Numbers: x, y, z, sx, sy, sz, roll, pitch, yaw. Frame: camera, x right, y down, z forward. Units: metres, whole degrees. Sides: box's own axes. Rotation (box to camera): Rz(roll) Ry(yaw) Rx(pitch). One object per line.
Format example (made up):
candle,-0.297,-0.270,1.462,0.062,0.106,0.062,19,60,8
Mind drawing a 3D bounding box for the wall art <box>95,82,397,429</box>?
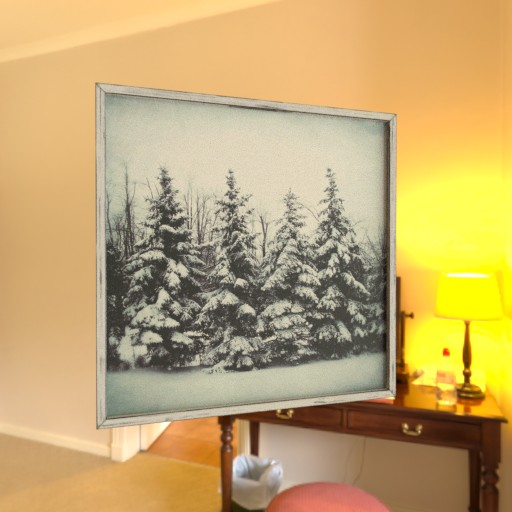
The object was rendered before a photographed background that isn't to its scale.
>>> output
wall art,0.000,0.000,0.449,0.303,0.303,0.036,0,1,-17
